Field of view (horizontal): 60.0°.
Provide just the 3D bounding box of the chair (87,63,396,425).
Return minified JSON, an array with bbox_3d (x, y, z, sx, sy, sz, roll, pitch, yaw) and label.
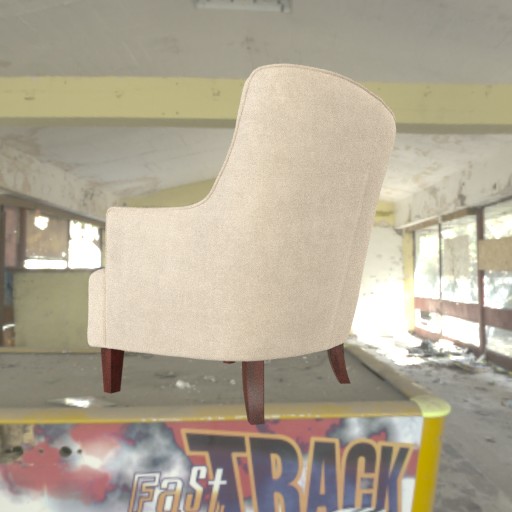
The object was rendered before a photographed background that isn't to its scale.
[{"bbox_3d":[0.000,0.000,1.543,0.910,0.920,0.781,-2,-3,36],"label":"chair"}]
